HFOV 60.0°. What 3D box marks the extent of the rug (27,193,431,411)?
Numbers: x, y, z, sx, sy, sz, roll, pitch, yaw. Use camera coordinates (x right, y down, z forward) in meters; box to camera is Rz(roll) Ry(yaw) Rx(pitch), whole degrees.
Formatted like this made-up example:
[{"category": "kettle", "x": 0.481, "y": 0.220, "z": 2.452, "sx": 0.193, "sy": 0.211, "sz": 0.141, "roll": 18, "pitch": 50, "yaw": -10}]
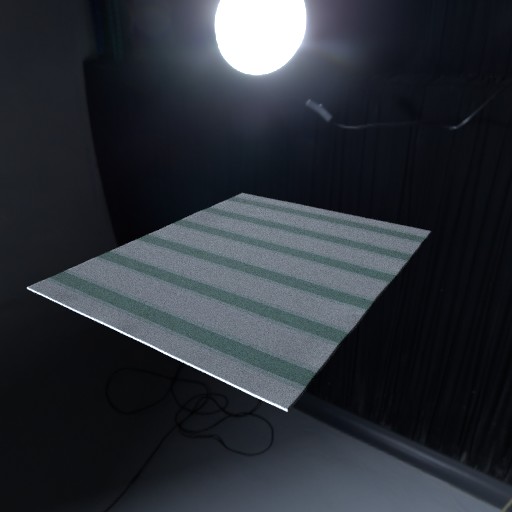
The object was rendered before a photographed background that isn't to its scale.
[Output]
[{"category": "rug", "x": 0.000, "y": 0.000, "z": 4.120, "sx": 2.434, "sy": 0.019, "sz": 3.041, "roll": 16, "pitch": 30, "yaw": 30}]
